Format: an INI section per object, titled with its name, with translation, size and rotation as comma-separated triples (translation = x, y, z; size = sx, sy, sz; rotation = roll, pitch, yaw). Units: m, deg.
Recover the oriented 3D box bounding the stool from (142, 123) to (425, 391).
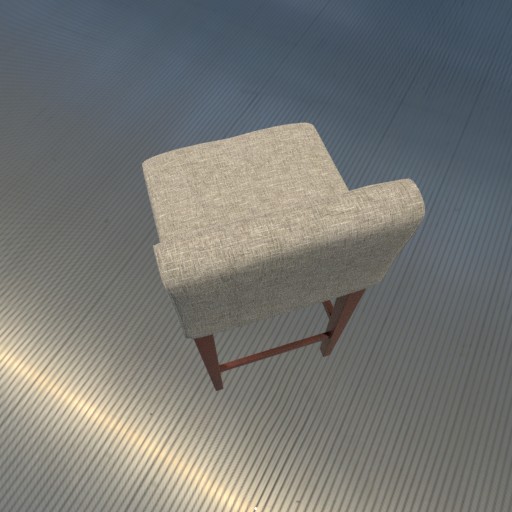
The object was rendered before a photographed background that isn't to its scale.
[stool]
translation = 0.000, 0.000, 1.096
size = 0.417, 0.835, 0.459
rotation = -15, 61, -9
